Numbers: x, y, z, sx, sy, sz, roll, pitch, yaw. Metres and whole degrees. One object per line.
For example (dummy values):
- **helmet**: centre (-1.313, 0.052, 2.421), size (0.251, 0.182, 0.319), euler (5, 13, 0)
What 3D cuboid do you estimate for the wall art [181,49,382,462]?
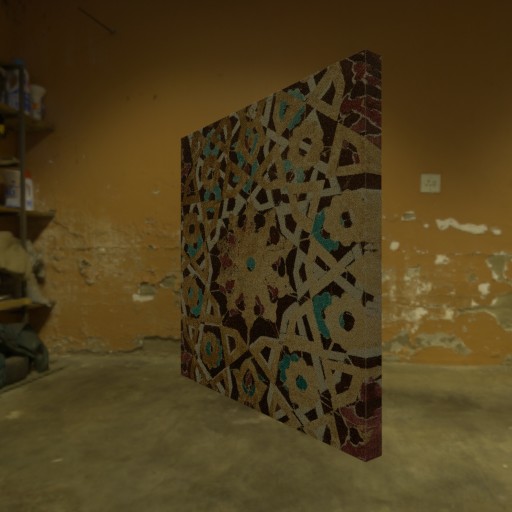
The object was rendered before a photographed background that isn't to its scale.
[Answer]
- **wall art**: centre (0.000, 0.000, 0.915), size (0.041, 0.613, 0.609), euler (0, 0, -36)
